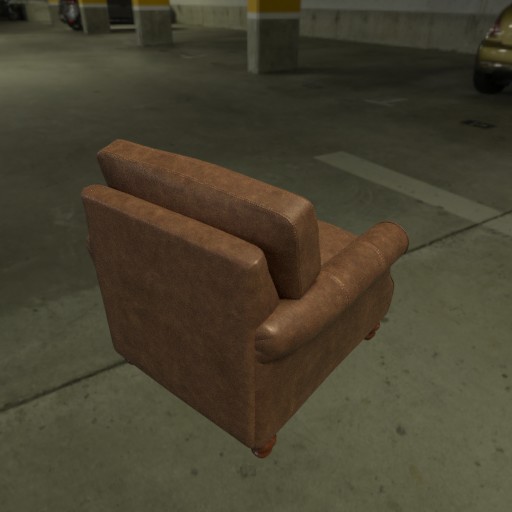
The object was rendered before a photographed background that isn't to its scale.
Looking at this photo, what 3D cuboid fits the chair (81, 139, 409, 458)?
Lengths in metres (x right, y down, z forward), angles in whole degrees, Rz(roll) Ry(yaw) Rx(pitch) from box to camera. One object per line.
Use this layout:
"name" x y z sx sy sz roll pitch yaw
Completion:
"chair" 0.000 0.000 1.794 0.996 0.976 1.002 22 37 33
